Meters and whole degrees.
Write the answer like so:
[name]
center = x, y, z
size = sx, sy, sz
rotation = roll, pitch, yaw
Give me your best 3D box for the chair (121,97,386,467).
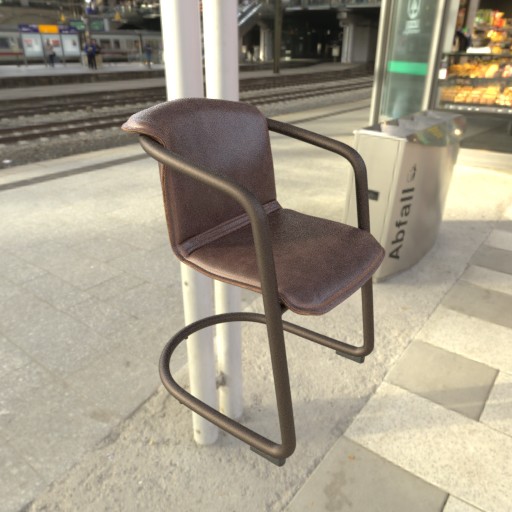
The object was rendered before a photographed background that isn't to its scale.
[chair]
center = 0.000, 0.000, 1.278
size = 0.664, 0.836, 0.536
rotation = 17, 30, 32
